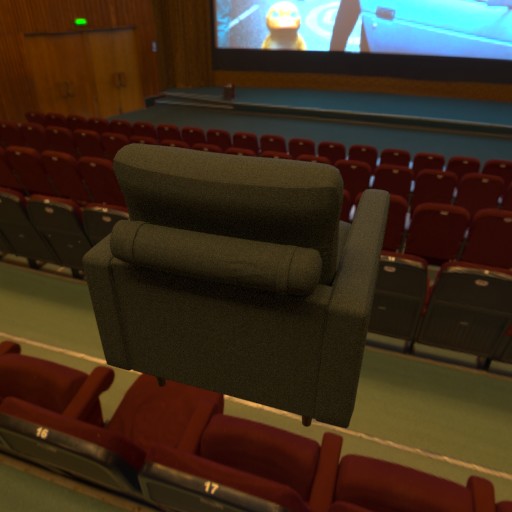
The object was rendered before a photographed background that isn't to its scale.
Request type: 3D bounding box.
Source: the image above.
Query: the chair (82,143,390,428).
[{"bbox_3d":[0.000,0.000,1.536,0.821,0.880,0.843,10,33,16],"label":"chair"}]
